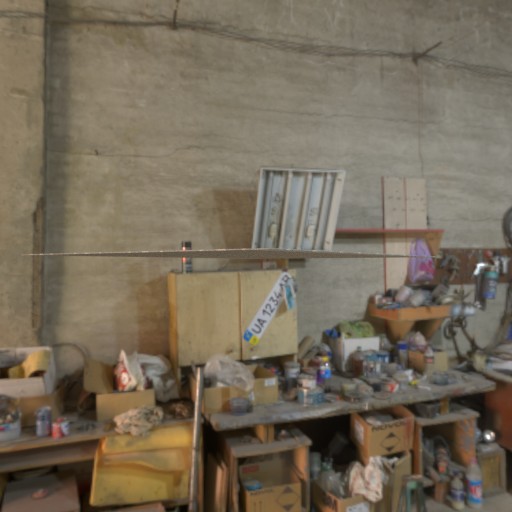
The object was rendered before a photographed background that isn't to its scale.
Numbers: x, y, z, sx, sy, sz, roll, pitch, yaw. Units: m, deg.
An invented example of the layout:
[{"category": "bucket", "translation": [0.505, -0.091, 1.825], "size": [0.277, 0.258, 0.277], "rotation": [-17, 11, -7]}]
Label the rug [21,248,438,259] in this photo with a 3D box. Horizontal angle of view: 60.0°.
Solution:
[{"category": "rug", "translation": [0.000, 0.000, 3.843], "size": [2.283, 0.006, 2.892], "rotation": [-1, -1, 36]}]
